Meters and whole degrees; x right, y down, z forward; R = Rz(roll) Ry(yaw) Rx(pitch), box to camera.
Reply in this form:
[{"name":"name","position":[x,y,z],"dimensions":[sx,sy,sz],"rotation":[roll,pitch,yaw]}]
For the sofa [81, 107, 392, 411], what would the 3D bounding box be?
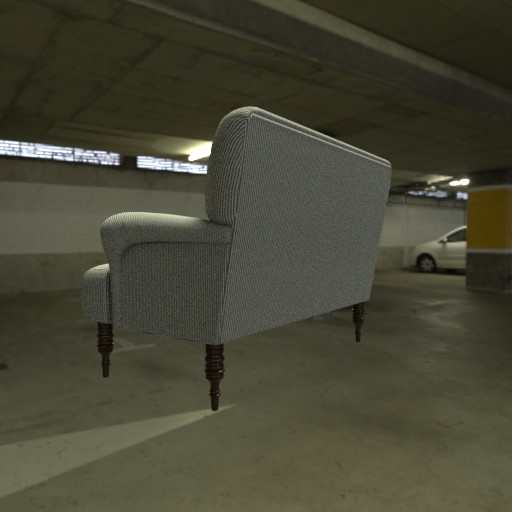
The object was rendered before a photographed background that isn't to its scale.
[{"name":"sofa","position":[0.000,0.000,1.897],"dimensions":[0.779,0.889,1.297],"rotation":[2,3,36]}]
